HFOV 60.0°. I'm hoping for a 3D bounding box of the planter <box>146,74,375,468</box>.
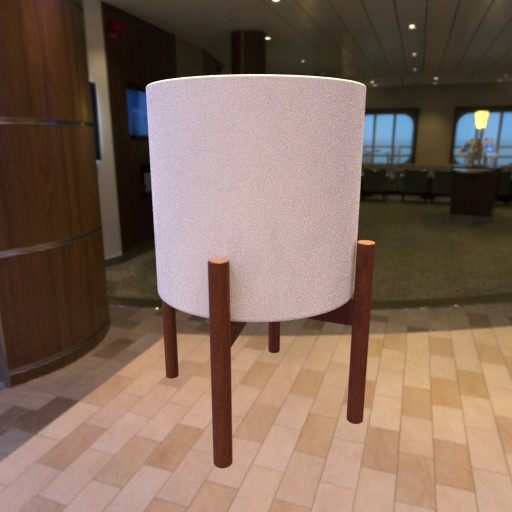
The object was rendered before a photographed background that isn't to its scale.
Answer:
[{"bbox_3d":[0.000,0.000,0.948,0.417,0.670,0.417,-7,16,-26],"label":"planter"}]
